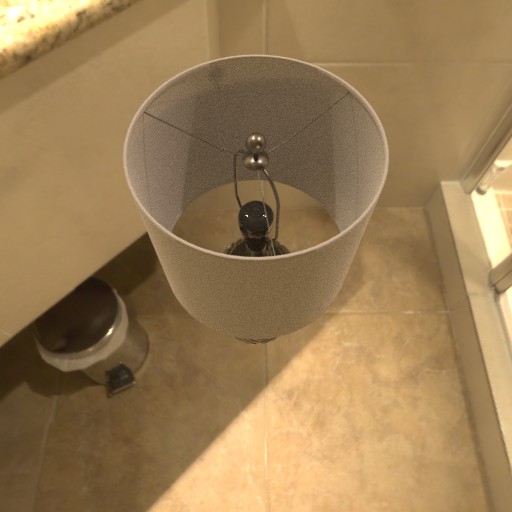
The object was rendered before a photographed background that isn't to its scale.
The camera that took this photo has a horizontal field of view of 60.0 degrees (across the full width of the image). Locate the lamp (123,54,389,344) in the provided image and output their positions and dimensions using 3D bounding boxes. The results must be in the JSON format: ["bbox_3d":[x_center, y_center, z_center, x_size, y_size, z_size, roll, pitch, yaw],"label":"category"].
[{"bbox_3d":[0.000,0.000,0.507,0.203,0.389,0.203,-34,67,-17],"label":"lamp"}]
